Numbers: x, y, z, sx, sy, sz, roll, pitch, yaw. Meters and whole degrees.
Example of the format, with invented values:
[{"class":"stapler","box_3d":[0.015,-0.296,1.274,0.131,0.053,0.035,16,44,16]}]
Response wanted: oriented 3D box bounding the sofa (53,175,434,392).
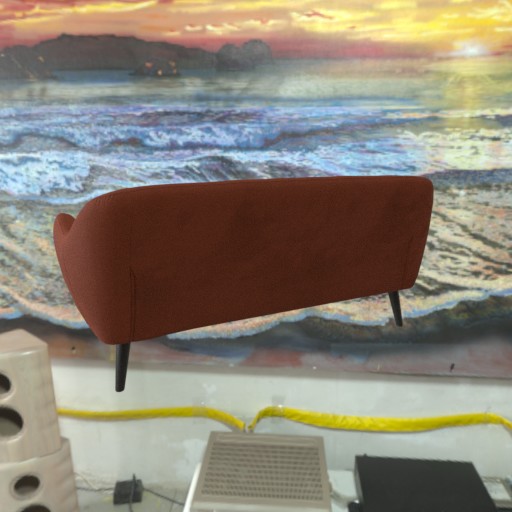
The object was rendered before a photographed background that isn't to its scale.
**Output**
[{"class":"sofa","box_3d":[0.000,0.000,2.254,1.840,0.836,0.820,-7,16,-25]}]
